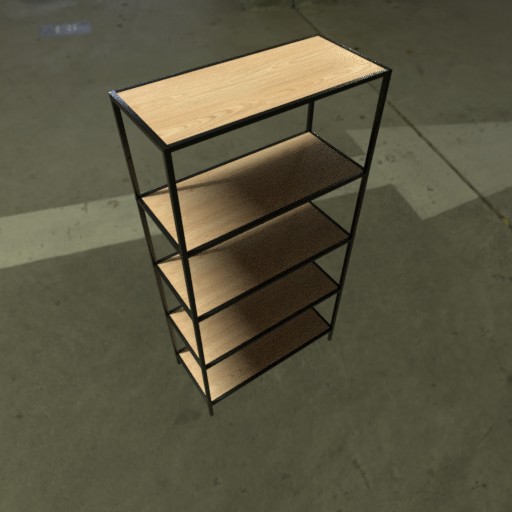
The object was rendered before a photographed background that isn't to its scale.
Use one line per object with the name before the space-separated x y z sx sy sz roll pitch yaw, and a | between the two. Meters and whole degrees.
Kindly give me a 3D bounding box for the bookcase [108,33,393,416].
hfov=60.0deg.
bookcase | 0.000 0.000 1.843 0.770 1.500 0.350 -27 52 -23
